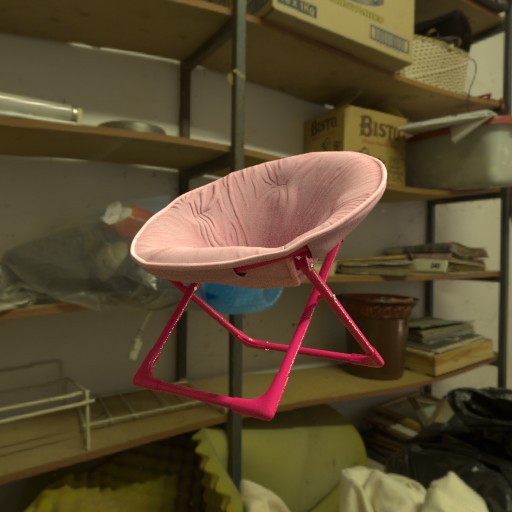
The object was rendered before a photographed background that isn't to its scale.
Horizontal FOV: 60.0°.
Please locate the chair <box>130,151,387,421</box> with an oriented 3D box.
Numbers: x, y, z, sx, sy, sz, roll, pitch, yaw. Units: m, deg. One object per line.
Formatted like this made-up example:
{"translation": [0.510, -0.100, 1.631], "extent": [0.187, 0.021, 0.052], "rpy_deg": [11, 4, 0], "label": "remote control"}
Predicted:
{"translation": [0.000, 0.000, 0.903], "extent": [0.522, 0.494, 0.459], "rpy_deg": [0, 1, 35], "label": "chair"}
